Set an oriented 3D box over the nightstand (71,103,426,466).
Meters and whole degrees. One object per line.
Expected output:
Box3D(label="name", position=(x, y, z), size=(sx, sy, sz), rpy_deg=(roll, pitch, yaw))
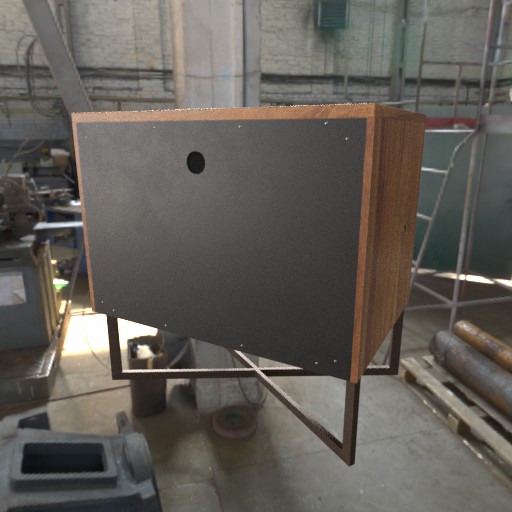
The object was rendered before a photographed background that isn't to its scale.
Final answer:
Box3D(label="nightstand", position=(0.000, 0.000, 1.007), size=(0.613, 0.615, 0.427), rpy_deg=(9, 18, 28))
